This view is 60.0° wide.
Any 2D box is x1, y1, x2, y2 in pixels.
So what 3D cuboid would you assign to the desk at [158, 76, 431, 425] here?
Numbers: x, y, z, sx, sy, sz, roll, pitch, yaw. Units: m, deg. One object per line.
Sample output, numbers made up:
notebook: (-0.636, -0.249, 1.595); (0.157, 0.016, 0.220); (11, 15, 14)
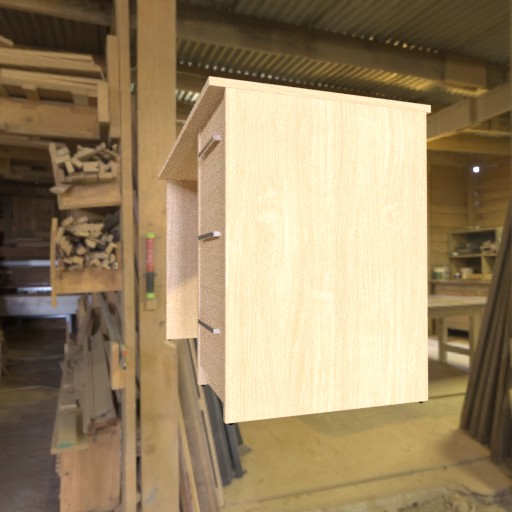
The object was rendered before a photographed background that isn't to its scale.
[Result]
desk: (0.000, 0.000, 1.532); (0.560, 0.735, 1.097); (0, -1, -18)
